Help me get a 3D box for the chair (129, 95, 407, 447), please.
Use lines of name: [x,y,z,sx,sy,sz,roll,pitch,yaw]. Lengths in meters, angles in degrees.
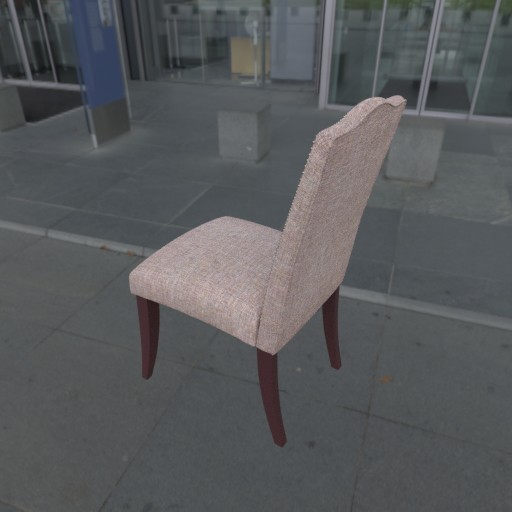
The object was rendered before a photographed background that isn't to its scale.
chair: [0.000,0.000,1.380,0.660,1.016,0.513,20,36,29]
